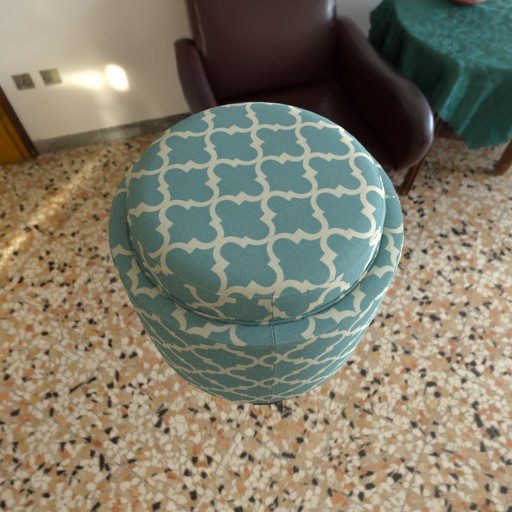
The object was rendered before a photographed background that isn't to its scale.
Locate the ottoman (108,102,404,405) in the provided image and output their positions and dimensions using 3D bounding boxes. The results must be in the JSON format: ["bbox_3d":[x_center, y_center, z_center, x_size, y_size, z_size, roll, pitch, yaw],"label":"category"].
[{"bbox_3d":[0.000,0.000,0.836,0.480,0.429,0.480,0,58,0],"label":"ottoman"}]
